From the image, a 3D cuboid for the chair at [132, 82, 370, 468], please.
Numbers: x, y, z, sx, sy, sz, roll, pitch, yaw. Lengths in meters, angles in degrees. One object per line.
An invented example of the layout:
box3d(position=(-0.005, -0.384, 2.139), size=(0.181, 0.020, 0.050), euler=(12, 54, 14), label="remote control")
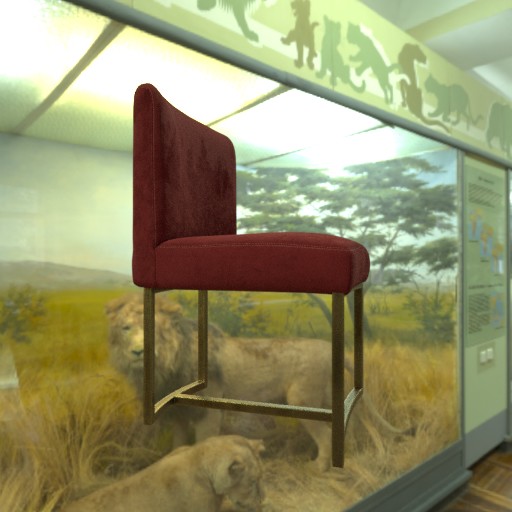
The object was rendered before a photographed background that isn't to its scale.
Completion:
box3d(position=(0.000, 0.000, 1.173), size=(0.560, 0.824, 0.530), euler=(0, 0, 18), label="chair")
